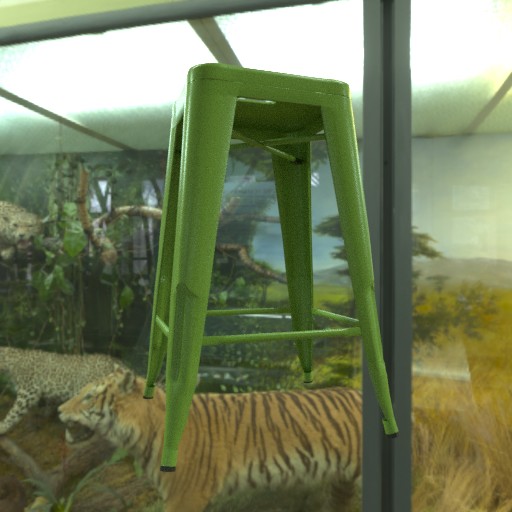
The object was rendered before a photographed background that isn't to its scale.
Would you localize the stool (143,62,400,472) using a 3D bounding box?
[{"bbox_3d":[0.000,0.000,0.846,0.398,0.609,0.358,0,0,-18],"label":"stool"}]
